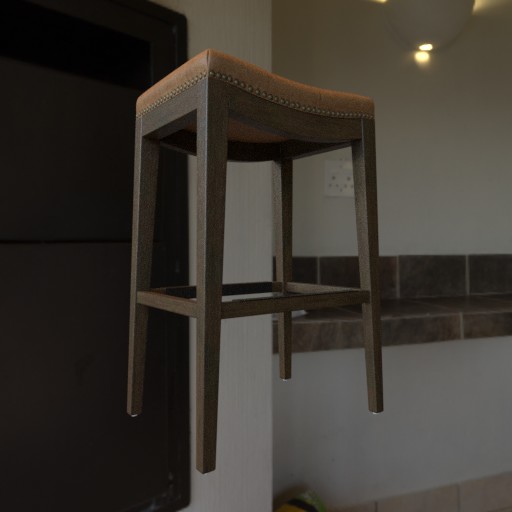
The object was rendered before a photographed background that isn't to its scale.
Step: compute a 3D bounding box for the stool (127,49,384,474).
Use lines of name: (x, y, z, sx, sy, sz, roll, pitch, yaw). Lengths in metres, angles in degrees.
stool: (0.000, 0.000, 1.056, 0.500, 0.759, 0.361, -1, 1, -37)
